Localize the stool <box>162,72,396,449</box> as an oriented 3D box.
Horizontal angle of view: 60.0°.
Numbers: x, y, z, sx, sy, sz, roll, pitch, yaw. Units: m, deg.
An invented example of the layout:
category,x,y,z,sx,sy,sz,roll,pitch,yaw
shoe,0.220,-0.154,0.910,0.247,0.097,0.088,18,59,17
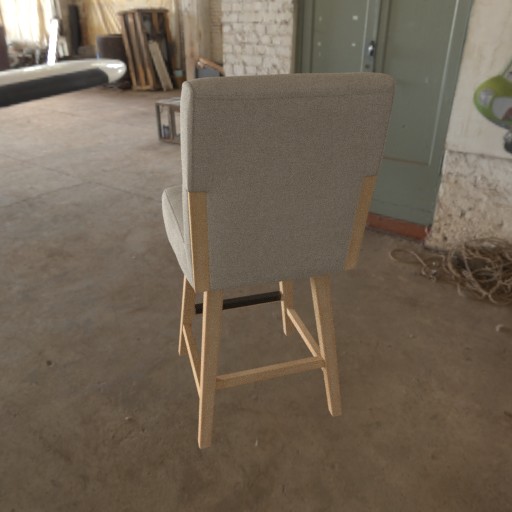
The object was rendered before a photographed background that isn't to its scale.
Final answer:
category,x,y,z,sx,sy,sz,roll,pitch,yaw
stool,0.000,0.000,1.364,0.507,1.085,0.606,-8,28,-15
